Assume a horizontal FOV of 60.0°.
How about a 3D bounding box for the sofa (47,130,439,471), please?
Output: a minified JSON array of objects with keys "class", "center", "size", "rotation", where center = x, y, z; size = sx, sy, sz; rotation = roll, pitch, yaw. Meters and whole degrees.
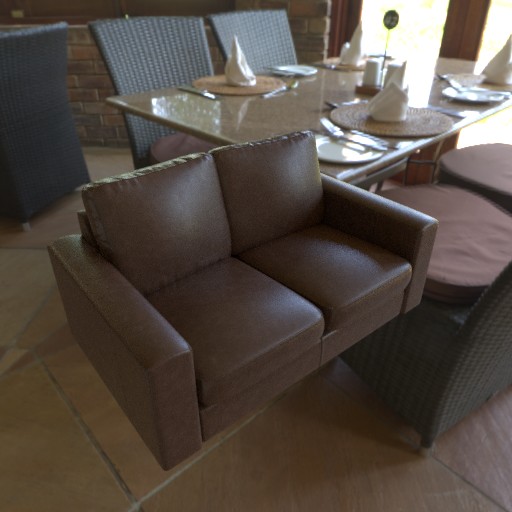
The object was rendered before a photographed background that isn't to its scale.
[{"class":"sofa","center":[0.000,0.000,2.148],"size":[1.616,0.873,1.016],"rotation":[-23,38,-32]}]
